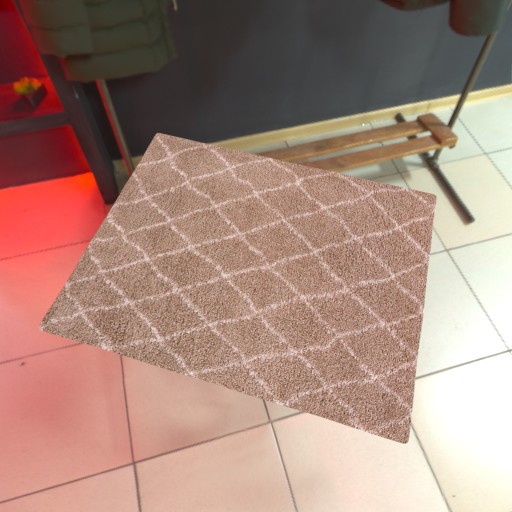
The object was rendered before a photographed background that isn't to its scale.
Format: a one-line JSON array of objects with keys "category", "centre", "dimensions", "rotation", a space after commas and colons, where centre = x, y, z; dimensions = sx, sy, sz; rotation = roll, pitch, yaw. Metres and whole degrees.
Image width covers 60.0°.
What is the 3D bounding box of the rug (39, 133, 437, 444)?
[{"category": "rug", "centre": [0.000, 0.000, 4.057], "dimensions": [3.047, 0.029, 2.438], "rotation": [15, 59, 9]}]
